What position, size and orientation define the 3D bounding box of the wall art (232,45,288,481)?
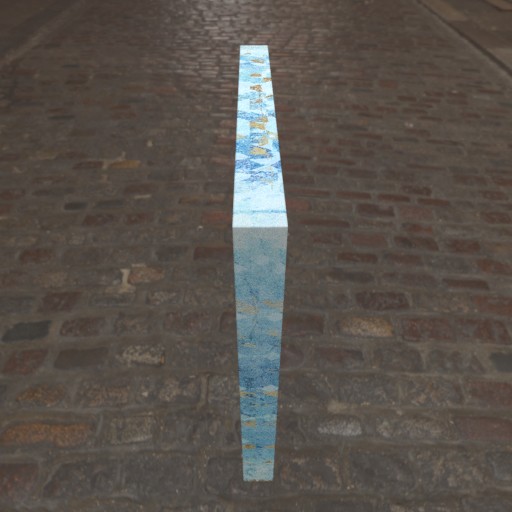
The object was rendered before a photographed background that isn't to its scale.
[{"bbox_3d":[0.000,0.000,0.582,0.037,0.405,0.405,-1,41,-1],"label":"wall art"}]
